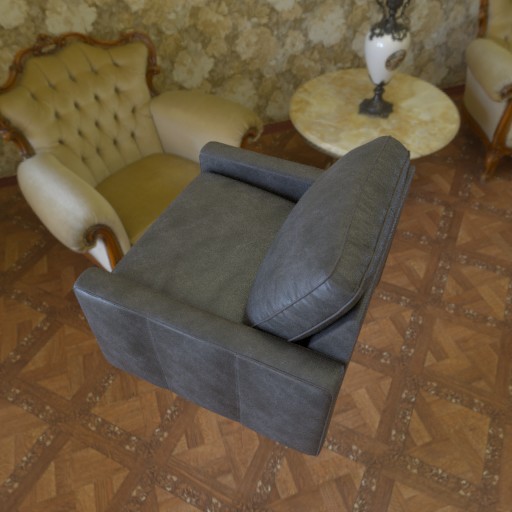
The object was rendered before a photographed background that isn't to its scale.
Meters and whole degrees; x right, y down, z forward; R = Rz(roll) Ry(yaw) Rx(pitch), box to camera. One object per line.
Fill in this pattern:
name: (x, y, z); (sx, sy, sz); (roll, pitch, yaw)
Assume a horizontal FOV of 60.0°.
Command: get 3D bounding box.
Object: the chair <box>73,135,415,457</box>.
chair: (0.000, 0.000, 1.743); (0.939, 0.916, 1.006); (18, 50, 16)
